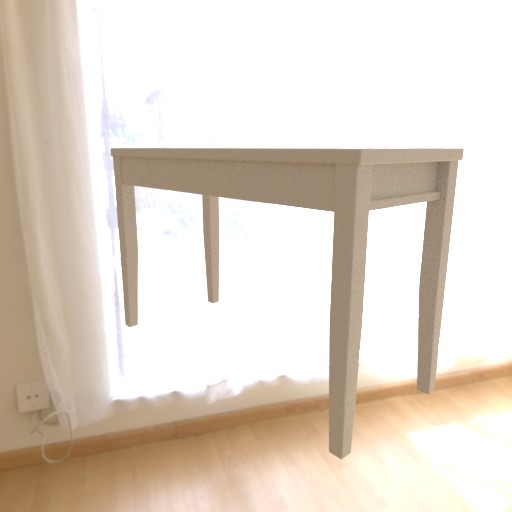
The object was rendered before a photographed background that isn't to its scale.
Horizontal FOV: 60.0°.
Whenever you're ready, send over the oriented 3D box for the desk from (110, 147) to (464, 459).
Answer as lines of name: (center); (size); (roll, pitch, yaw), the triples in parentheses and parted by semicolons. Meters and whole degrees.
desk: (0.000, 0.000, 1.635); (0.508, 0.775, 1.220); (-12, 18, -41)
